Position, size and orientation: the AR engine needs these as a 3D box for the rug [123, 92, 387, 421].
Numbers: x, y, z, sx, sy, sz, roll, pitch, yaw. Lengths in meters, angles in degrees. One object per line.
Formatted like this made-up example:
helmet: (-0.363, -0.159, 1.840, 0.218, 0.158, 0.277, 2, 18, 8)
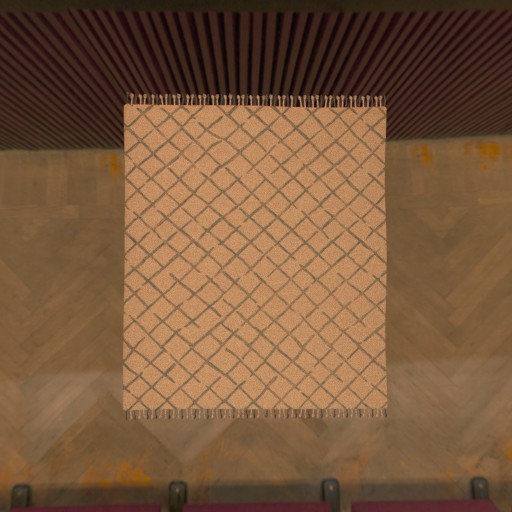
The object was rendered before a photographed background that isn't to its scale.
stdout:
rug: (0.000, 0.000, 4.861, 2.892, 0.036, 3.585, 0, 89, -1)
